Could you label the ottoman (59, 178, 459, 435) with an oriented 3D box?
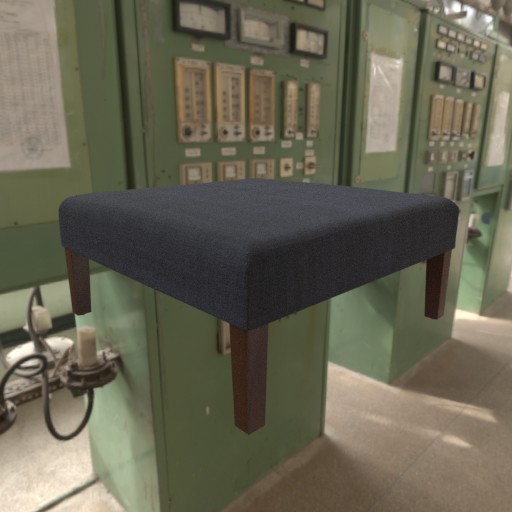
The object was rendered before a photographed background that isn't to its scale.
[{"bbox_3d":[0.000,0.000,1.411,0.889,0.411,0.890,-14,21,-42],"label":"ottoman"}]
